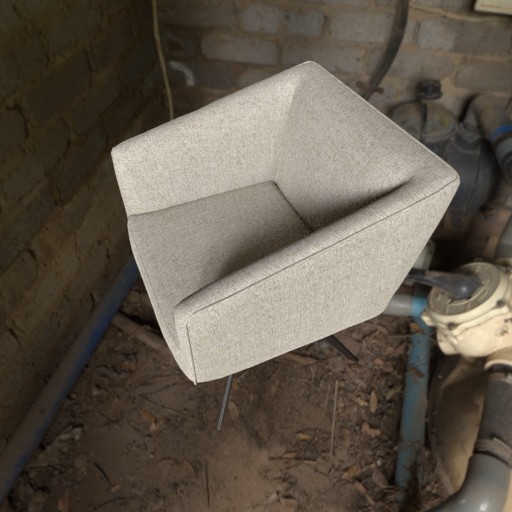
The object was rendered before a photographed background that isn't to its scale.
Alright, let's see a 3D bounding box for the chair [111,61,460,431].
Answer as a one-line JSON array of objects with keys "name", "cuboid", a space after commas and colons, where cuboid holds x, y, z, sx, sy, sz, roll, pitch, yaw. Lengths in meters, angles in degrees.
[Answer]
[{"name": "chair", "cuboid": [0.000, 0.000, 1.240, 0.623, 0.760, 0.628, -18, 49, -17]}]
